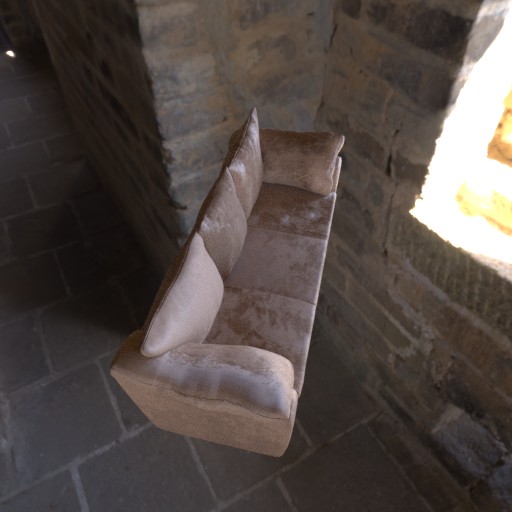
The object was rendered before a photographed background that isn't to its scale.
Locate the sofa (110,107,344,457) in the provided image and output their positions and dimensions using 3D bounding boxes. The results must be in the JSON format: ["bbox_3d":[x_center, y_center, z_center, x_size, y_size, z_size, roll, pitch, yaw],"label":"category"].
[{"bbox_3d":[0.000,0.000,2.913,0.893,0.981,2.377,10,46,9],"label":"sofa"}]
